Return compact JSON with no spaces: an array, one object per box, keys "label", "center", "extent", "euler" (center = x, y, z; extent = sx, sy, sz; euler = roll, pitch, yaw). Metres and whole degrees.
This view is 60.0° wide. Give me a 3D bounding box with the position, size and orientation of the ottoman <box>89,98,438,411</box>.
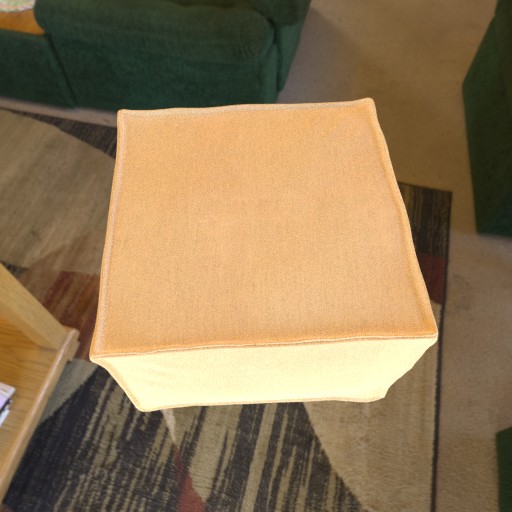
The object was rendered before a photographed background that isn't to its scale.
[{"label":"ottoman","center":[0.000,0.000,1.175],"extent":[0.696,0.470,0.707],"euler":[-3,59,-2]}]
